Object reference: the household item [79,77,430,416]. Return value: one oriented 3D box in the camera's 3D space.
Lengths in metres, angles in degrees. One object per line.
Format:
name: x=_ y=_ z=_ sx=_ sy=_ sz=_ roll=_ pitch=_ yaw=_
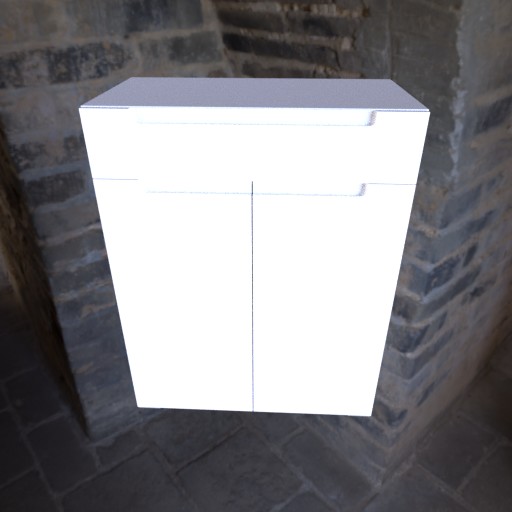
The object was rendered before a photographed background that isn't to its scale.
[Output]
household item: x=0.000 y=0.000 z=1.427 sx=0.790 sy=1.010 sz=0.420 roll=1 pitch=31 yaw=2
